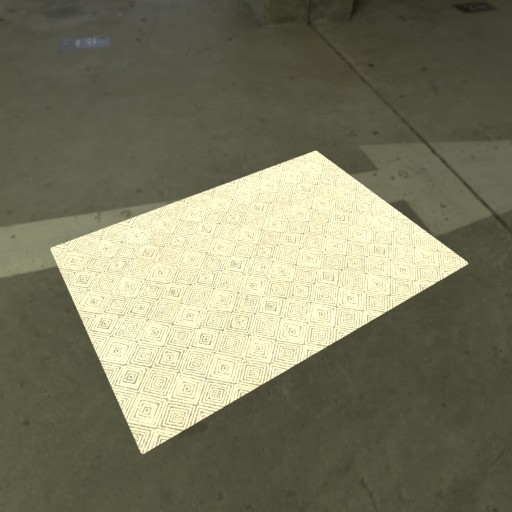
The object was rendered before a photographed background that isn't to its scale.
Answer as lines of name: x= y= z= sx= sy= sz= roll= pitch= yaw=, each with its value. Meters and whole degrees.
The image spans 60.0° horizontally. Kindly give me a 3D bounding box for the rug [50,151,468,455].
rug: x=0.000 y=0.000 z=2.904 sx=2.238 sy=0.008 sz=1.593 roll=-24 pitch=50 yaw=-22
